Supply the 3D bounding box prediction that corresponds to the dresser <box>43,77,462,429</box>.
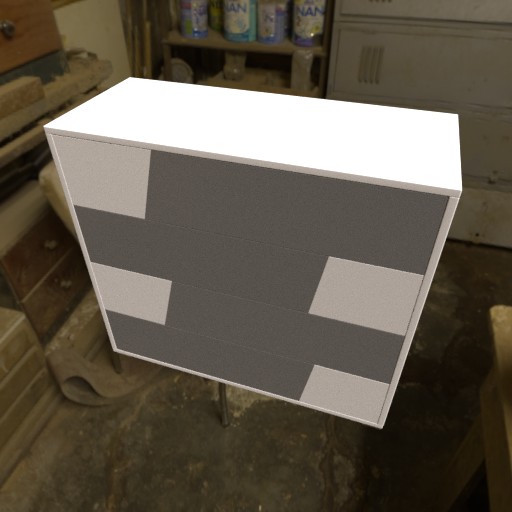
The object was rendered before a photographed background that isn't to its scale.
[{"bbox_3d":[0.000,0.000,1.583,1.100,1.000,0.460,12,40,14],"label":"dresser"}]
